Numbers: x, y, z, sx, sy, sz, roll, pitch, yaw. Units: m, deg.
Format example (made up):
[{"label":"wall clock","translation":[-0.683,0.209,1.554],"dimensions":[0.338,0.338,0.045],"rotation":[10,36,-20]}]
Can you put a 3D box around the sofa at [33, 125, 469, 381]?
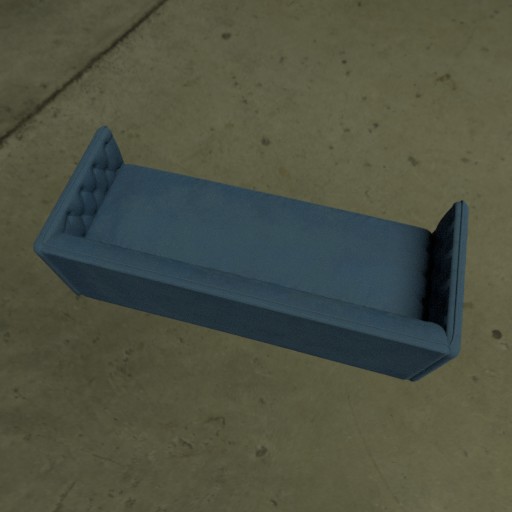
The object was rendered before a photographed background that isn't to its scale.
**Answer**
[{"label":"sofa","translation":[0.000,0.000,2.663],"dimensions":[2.209,0.771,0.895],"rotation":[13,64,7]}]
